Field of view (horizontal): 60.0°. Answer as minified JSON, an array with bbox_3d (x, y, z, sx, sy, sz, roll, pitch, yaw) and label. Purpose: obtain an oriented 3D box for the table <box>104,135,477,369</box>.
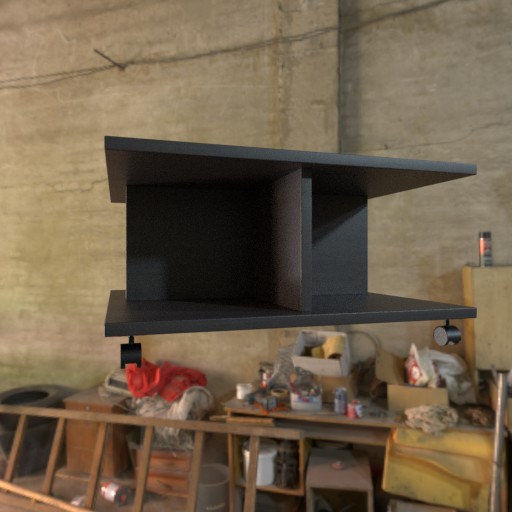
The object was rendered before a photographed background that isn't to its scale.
[{"bbox_3d":[0.000,0.000,1.206,0.762,0.396,0.762,0,0,-17],"label":"table"}]
